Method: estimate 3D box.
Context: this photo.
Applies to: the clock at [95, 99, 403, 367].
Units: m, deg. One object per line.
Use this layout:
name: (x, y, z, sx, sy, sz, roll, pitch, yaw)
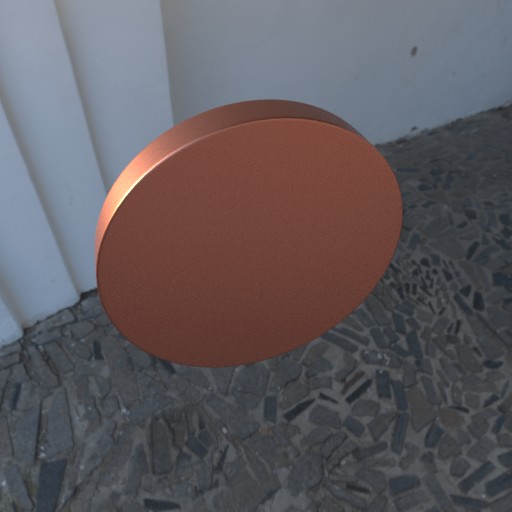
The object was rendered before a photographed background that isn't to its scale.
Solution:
clock: (0.000, 0.000, 0.460, 0.313, 0.313, 0.040, -11, 42, -13)
